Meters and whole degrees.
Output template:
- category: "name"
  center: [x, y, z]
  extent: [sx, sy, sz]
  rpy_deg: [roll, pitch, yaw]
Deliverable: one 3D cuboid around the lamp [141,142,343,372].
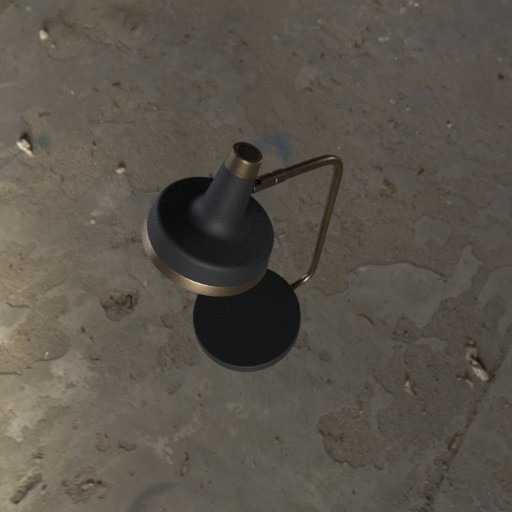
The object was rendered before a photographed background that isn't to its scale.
- category: "lamp"
  center: [0.000, 0.000, 0.505]
  extent: [0.218, 0.385, 0.162]
  rpy_deg: [-31, 67, -14]
